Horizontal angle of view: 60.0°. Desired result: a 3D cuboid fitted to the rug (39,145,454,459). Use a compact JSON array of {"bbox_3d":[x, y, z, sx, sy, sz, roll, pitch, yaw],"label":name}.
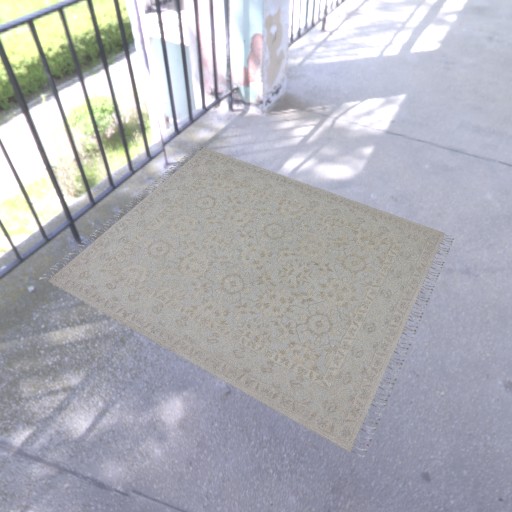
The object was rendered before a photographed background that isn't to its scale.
[{"bbox_3d":[0.000,0.000,4.099,3.043,0.013,2.444,24,52,20],"label":"rug"}]
